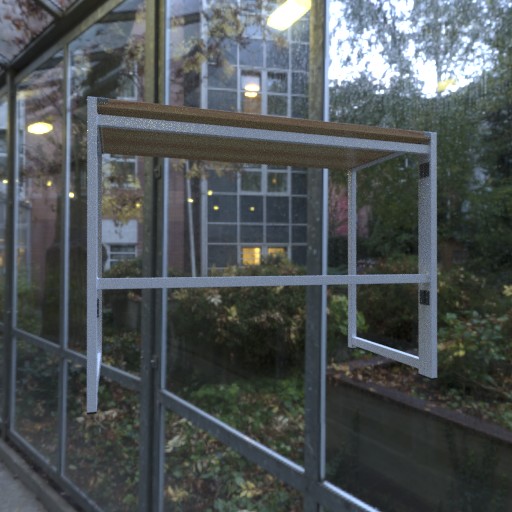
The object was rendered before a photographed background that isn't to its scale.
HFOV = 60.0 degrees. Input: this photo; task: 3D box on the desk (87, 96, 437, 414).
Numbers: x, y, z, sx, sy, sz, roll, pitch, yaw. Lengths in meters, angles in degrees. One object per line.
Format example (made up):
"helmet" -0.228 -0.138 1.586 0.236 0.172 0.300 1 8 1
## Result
"desk" 0.000 0.000 1.456 1.016 0.762 0.508 0 0 -18
